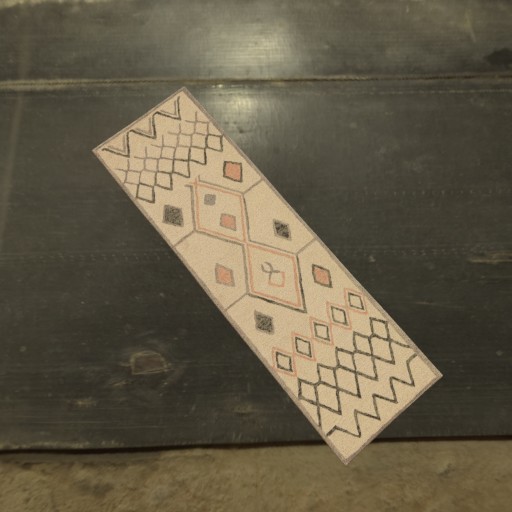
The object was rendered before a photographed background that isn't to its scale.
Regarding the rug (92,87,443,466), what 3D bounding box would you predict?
[{"bbox_3d":[0.000,0.000,2.692,0.750,0.011,2.435,-39,79,-9],"label":"rug"}]
